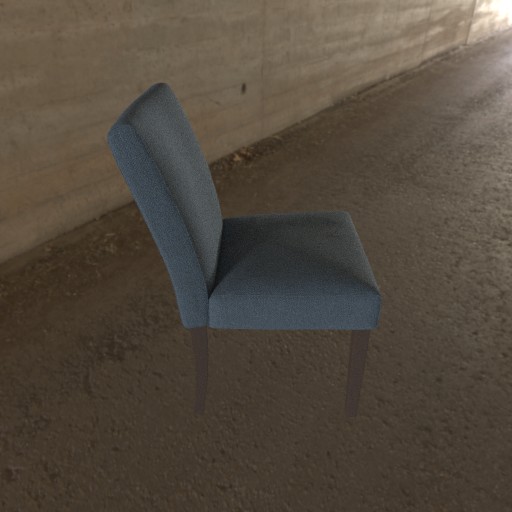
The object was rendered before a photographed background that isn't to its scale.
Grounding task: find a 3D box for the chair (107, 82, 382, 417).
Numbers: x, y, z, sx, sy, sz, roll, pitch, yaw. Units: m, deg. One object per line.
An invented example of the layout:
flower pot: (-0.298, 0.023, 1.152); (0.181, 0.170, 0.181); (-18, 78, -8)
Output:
chair: (0.000, 0.000, 1.288); (0.629, 0.882, 0.487); (0, 32, 0)
